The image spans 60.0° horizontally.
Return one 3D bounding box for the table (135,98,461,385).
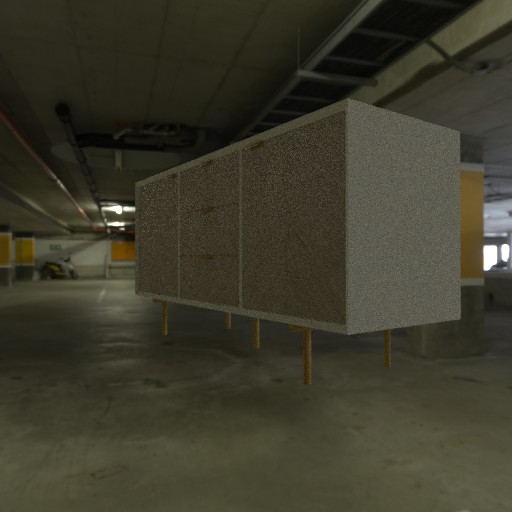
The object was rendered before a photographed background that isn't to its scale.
[{"bbox_3d":[0.000,0.000,1.852,0.508,0.769,1.500,0,-1,-35],"label":"table"}]
